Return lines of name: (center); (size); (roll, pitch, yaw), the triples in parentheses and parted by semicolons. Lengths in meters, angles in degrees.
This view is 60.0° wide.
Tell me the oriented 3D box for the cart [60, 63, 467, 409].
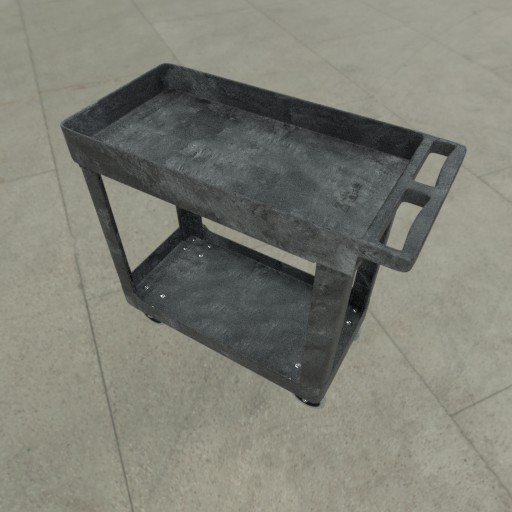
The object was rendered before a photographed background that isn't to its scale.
cart: (0.000, 0.000, 1.331); (0.877, 0.824, 0.420); (23, 51, 21)
